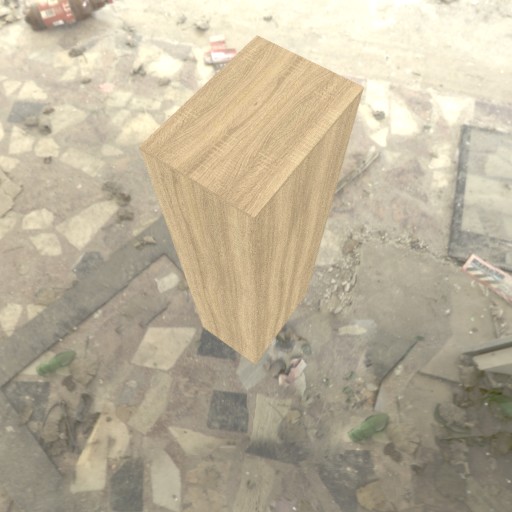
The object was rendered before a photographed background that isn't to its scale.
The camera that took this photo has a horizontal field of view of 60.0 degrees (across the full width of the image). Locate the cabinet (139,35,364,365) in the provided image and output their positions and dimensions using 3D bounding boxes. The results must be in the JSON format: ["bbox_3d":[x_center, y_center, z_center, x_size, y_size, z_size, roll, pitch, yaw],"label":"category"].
[{"bbox_3d":[0.000,0.000,2.125,0.400,1.850,0.570,33,68,15],"label":"cabinet"}]
